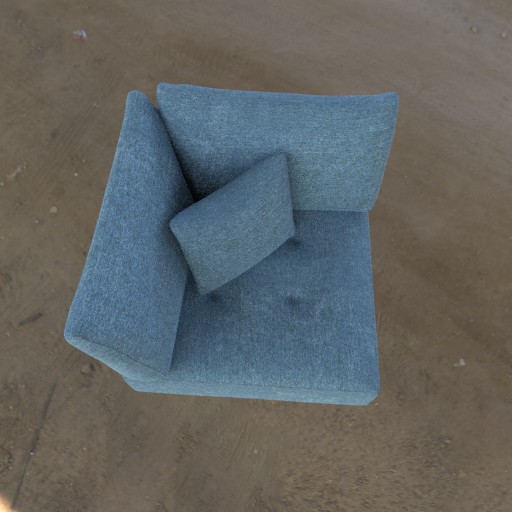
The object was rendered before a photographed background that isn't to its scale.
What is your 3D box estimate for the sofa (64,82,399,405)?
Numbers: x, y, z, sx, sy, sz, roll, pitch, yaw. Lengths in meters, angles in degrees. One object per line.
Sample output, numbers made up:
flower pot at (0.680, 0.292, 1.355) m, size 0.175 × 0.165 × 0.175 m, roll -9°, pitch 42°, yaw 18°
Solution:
sofa at (0.000, 0.000, 1.731) m, size 1.000 × 0.820 × 1.000 m, roll 3°, pitch 62°, yaw 2°
